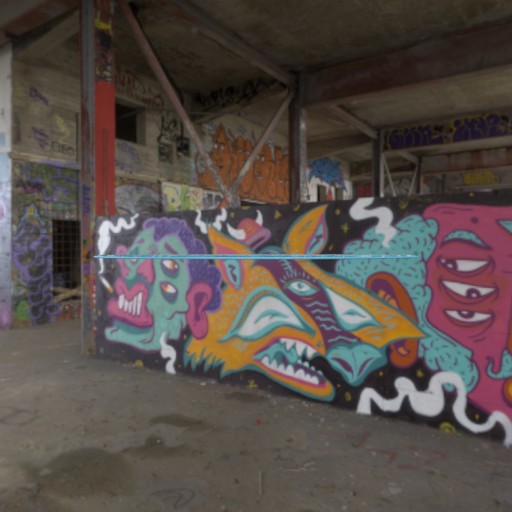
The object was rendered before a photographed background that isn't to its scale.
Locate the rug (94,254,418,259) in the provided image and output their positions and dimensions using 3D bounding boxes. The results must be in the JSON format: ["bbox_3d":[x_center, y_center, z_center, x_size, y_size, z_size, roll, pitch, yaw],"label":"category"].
[{"bbox_3d":[0.000,0.000,2.318,1.593,0.012,1.593,0,0,0],"label":"rug"}]
